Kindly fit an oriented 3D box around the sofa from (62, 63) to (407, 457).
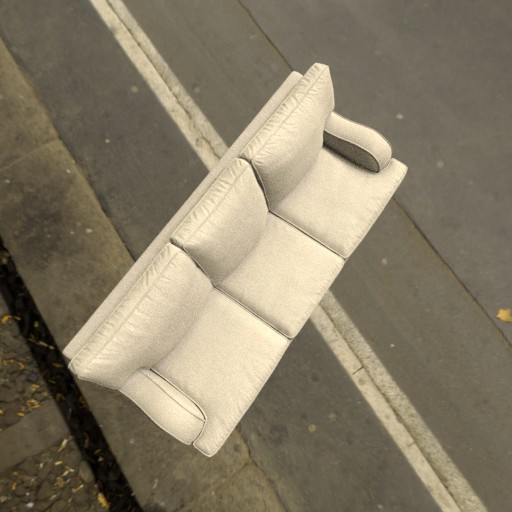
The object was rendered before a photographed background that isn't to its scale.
[{"bbox_3d":[0.000,0.000,2.876,1.016,0.991,2.323,34,76,10],"label":"sofa"}]
